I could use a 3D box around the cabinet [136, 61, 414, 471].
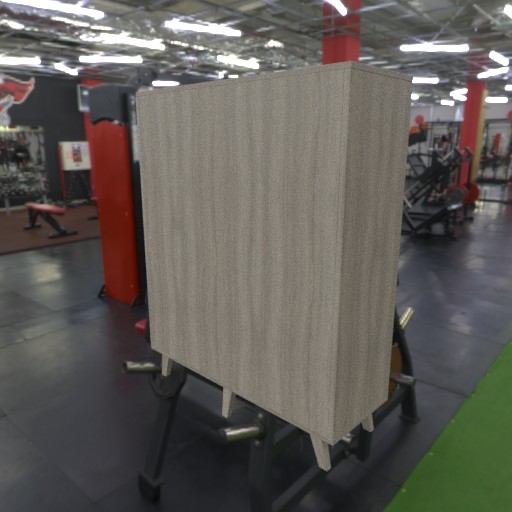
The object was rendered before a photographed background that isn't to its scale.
[{"bbox_3d":[0.000,0.000,1.917,1.111,1.388,0.398,13,19,42],"label":"cabinet"}]
